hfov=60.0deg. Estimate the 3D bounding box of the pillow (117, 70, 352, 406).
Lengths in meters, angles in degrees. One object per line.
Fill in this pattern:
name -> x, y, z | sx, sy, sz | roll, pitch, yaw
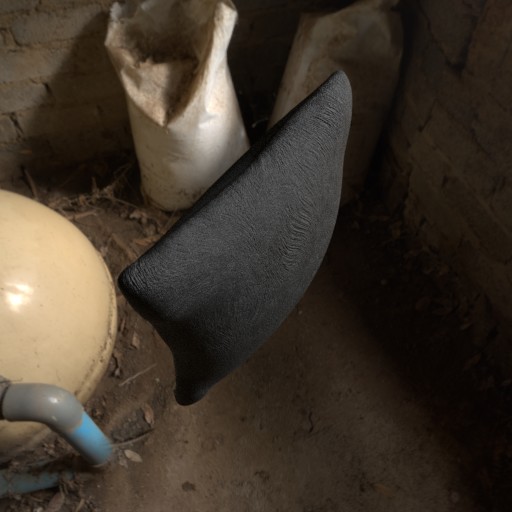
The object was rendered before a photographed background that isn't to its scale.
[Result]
pillow -> 0.000, 0.000, 0.835 | 0.210, 0.523, 0.533 | 31, 62, 18
